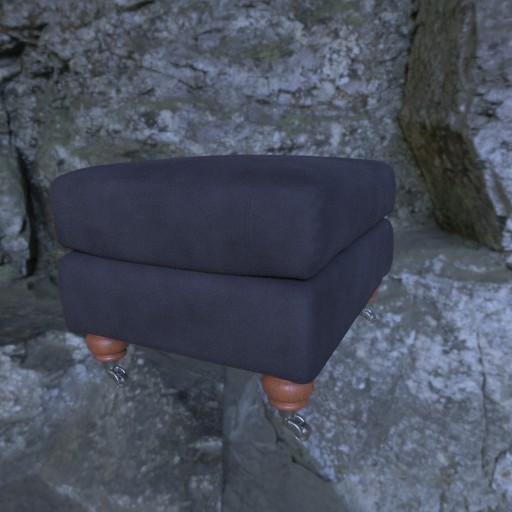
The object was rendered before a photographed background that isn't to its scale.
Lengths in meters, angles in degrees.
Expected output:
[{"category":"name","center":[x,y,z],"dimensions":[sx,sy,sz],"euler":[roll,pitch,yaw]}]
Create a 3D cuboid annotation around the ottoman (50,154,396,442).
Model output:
[{"category":"ottoman","center":[0.000,0.000,1.119],"dimensions":[0.574,0.497,0.773],"euler":[7,15,25]}]
